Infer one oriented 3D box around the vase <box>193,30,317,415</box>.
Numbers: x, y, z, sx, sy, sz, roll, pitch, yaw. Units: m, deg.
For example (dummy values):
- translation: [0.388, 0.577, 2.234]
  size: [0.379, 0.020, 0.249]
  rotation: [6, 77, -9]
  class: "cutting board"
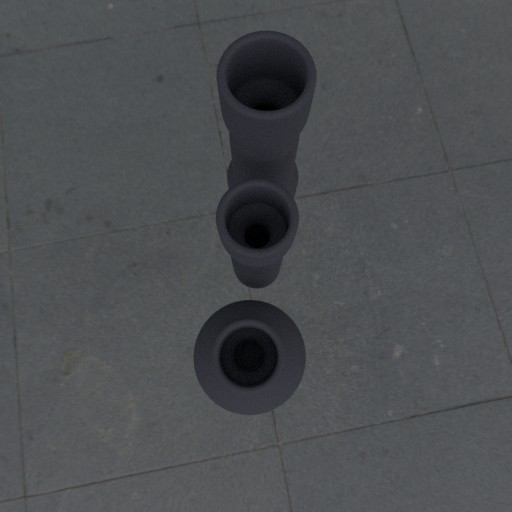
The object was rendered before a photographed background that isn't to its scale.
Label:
- translation: [0.000, 0.000, 0.425]
  size: [0.120, 0.249, 0.307]
  rotation: [4, 77, 1]
  class: "vase"
